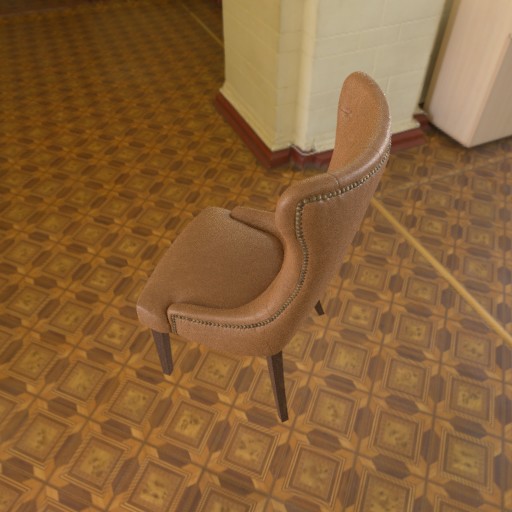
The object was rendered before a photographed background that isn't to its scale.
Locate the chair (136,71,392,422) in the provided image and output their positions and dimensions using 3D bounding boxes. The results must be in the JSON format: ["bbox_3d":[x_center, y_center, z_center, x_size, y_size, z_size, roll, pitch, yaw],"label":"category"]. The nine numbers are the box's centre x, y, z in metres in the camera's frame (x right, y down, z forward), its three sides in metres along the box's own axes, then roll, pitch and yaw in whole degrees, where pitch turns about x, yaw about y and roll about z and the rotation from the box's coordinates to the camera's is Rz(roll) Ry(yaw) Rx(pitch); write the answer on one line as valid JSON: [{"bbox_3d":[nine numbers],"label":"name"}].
[{"bbox_3d":[0.000,0.000,1.456,0.669,1.065,0.611,15,48,14],"label":"chair"}]
